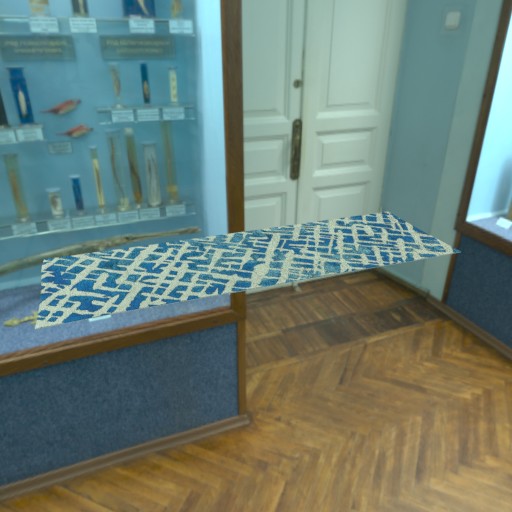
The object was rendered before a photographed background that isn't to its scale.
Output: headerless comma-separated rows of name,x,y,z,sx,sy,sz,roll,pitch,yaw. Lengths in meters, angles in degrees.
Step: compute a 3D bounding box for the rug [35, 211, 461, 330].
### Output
rug,0.000,0.000,2.717,2.446,0.011,0.768,-9,27,-18
